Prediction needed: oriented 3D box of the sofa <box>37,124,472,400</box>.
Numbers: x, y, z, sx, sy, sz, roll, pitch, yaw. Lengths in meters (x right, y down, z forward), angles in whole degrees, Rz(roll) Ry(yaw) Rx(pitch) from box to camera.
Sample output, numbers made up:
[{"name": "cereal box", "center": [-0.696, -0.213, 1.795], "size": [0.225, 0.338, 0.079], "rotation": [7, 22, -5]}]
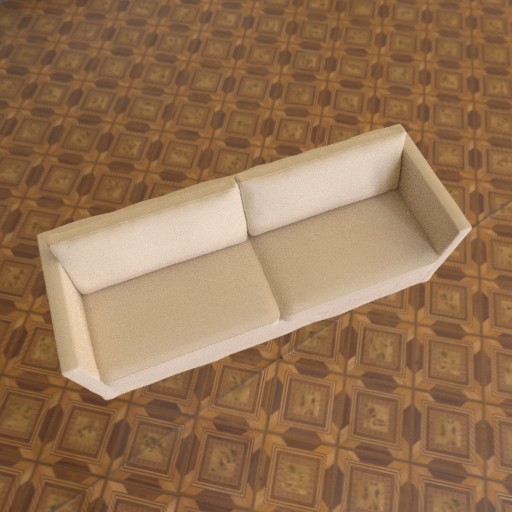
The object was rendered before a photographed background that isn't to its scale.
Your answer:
[{"name": "sofa", "center": [0.000, 0.000, 3.247], "size": [2.779, 0.999, 1.036], "rotation": [-19, 65, -9]}]
